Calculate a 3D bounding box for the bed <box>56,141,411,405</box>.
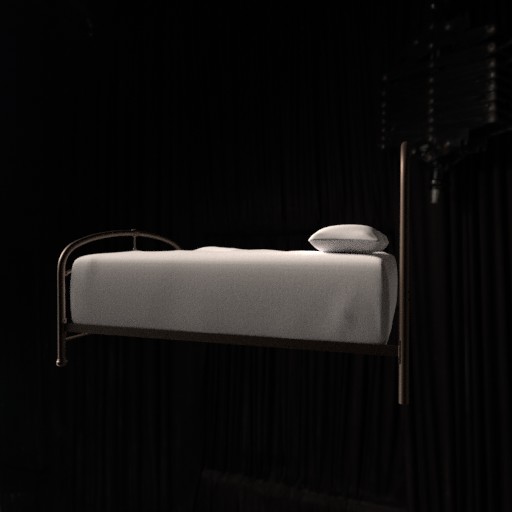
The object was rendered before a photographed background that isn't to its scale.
[{"bbox_3d":[0.000,0.000,3.314,2.180,1.425,1.711,0,1,19],"label":"bed"}]
